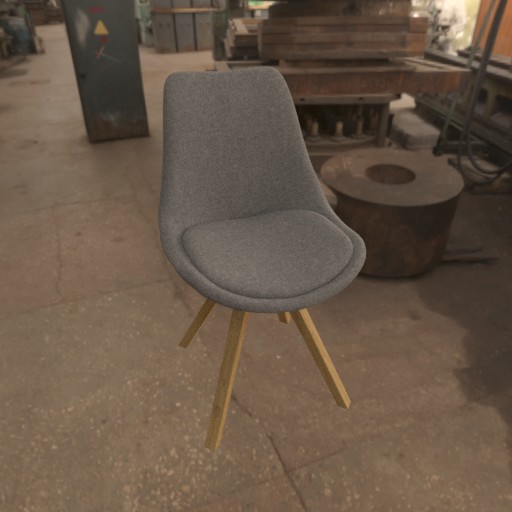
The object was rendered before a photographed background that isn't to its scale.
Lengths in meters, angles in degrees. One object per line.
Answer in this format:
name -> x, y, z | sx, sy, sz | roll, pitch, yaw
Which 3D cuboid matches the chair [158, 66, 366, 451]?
chair -> 0.000, 0.000, 1.188 | 0.483, 0.865, 0.550 | -11, 33, -17
